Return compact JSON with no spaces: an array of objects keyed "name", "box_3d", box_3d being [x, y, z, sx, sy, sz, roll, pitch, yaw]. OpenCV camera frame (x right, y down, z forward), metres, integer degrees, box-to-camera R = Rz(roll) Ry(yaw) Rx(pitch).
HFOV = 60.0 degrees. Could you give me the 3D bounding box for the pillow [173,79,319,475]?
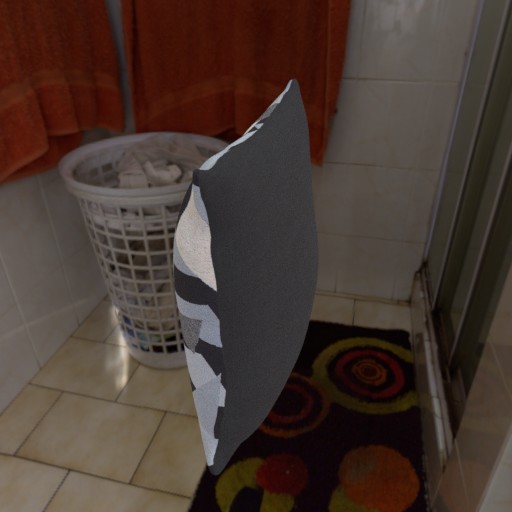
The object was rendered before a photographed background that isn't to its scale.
[{"name":"pillow","box_3d":[0.000,0.000,0.755,0.208,0.496,0.503,8,32,13]}]
